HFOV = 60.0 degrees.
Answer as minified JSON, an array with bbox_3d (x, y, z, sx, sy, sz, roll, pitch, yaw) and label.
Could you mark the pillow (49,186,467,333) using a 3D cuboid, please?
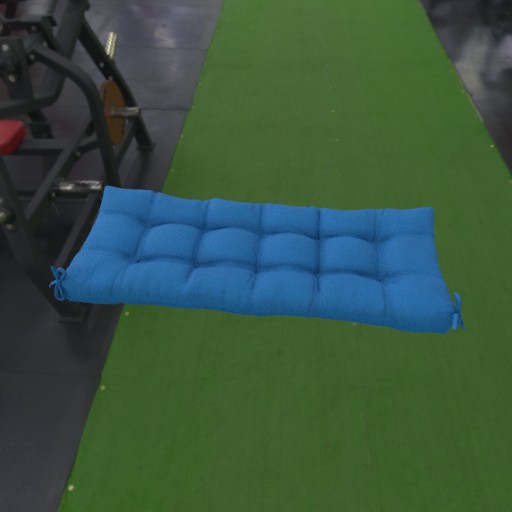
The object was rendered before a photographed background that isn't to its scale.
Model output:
[{"bbox_3d":[0.000,0.000,1.363,1.194,0.174,0.511,4,47,4],"label":"pillow"}]
